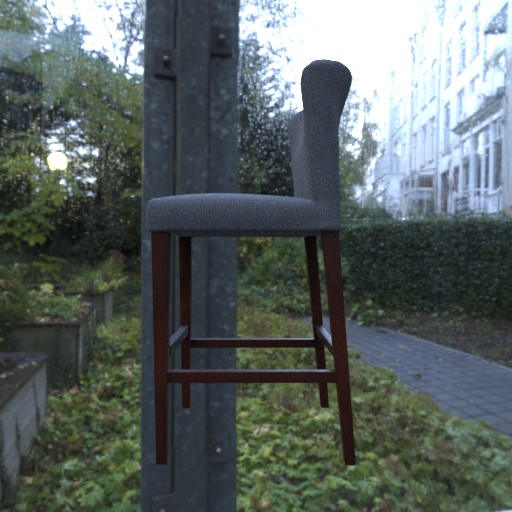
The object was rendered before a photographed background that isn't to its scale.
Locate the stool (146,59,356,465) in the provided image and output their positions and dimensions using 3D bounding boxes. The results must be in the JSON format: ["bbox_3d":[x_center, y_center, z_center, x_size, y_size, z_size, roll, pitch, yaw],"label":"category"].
[{"bbox_3d":[0.000,0.000,1.352,0.568,1.069,0.486,0,1,0],"label":"stool"}]
